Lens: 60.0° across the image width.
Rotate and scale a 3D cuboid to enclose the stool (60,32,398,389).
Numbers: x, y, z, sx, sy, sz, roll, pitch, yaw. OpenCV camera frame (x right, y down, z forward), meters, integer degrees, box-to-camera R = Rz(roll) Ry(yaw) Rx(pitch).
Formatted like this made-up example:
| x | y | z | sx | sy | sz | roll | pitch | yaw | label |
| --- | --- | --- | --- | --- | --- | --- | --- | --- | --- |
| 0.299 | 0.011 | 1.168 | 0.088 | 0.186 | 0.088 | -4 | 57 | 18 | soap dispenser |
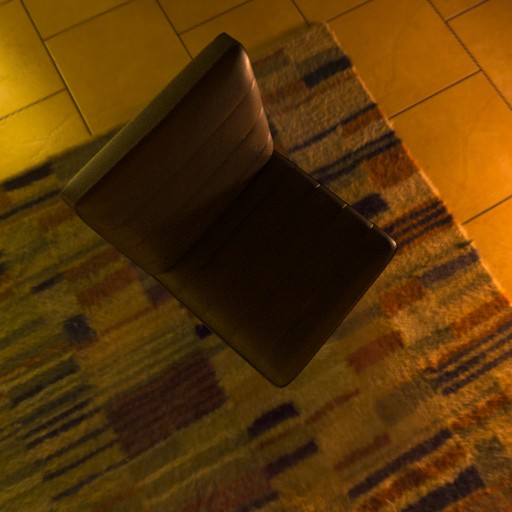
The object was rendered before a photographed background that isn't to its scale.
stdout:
| x | y | z | sx | sy | sz | roll | pitch | yaw | label |
| --- | --- | --- | --- | --- | --- | --- | --- | --- | --- |
| 0.000 | 0.000 | 1.217 | 0.552 | 0.938 | 0.457 | 40 | 81 | 8 | stool |
